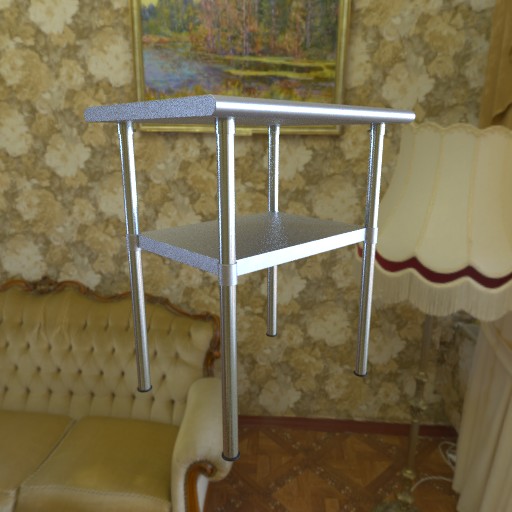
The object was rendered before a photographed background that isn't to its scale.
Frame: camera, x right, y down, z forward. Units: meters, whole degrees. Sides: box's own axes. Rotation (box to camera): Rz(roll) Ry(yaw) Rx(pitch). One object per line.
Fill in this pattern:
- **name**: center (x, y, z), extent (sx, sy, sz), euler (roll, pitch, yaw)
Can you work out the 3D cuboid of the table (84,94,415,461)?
- **table**: center (0.000, 0.000, 1.388), extent (0.762, 0.876, 0.584), euler (-14, 21, -42)
